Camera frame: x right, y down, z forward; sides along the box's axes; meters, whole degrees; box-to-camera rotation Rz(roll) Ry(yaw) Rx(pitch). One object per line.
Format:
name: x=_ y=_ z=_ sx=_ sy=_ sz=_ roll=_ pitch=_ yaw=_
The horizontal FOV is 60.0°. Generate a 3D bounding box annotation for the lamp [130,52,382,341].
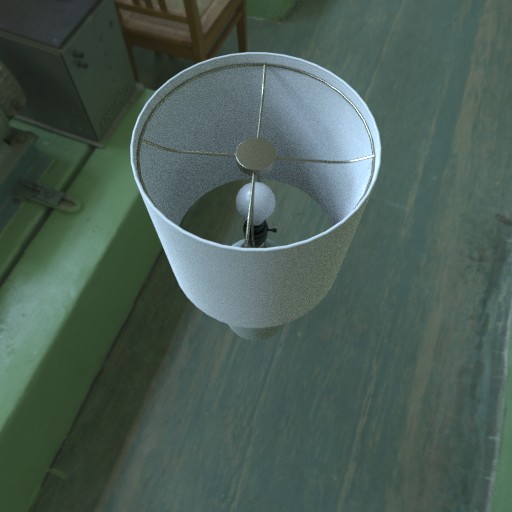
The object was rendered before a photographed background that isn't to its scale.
lamp: x=0.000 y=0.000 z=0.605 sx=0.220 sy=0.475 sz=0.220 roll=17 pitch=65 yaw=8
